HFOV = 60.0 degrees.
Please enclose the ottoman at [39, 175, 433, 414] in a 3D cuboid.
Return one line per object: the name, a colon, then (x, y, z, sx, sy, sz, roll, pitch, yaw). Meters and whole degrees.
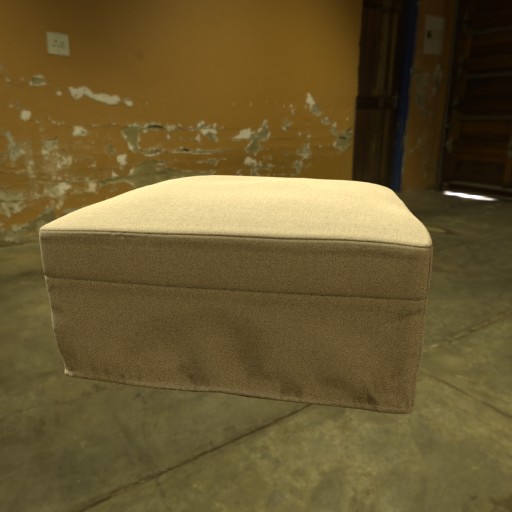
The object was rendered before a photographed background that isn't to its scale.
ottoman: (0.000, 0.000, 1.313, 0.840, 0.436, 0.843, 3, 16, 10)
